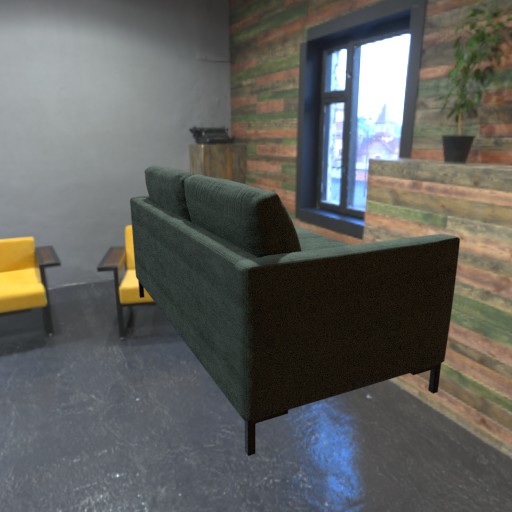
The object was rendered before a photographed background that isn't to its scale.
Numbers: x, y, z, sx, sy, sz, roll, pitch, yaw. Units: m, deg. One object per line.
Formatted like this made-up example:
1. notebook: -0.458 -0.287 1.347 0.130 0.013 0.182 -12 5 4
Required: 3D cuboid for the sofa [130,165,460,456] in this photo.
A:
1. sofa: 0.000 0.000 2.161 0.875 0.817 1.676 -7 17 -25
